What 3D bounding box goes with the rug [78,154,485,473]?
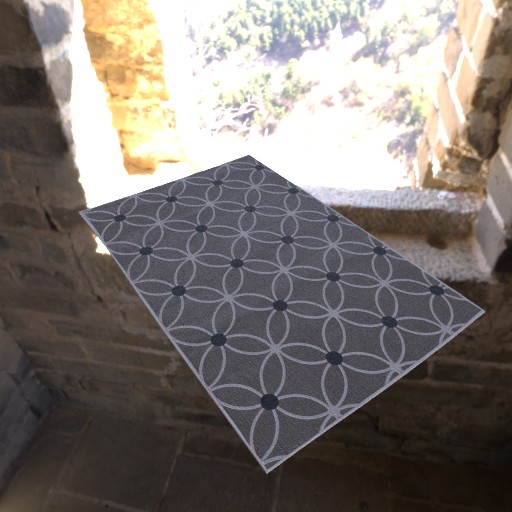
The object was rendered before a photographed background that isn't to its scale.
[{"bbox_3d":[0.000,0.000,2.827,1.522,0.008,2.284,-25,46,-26],"label":"rug"}]
